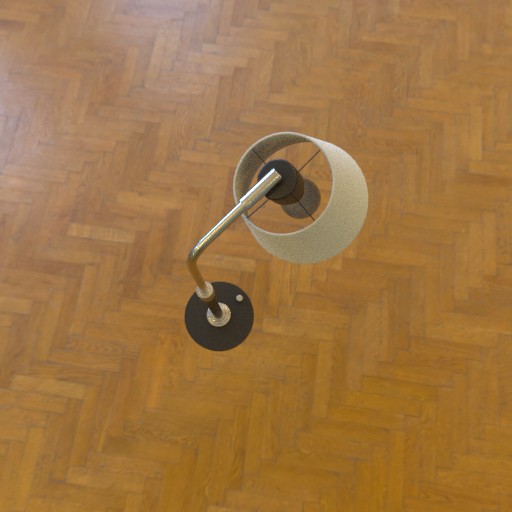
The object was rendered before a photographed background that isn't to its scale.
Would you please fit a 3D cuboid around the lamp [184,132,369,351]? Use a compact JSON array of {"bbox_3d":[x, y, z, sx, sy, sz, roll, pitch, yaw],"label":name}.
[{"bbox_3d":[0.000,0.000,0.721,0.348,0.539,0.181,-37,78,-10],"label":"lamp"}]
